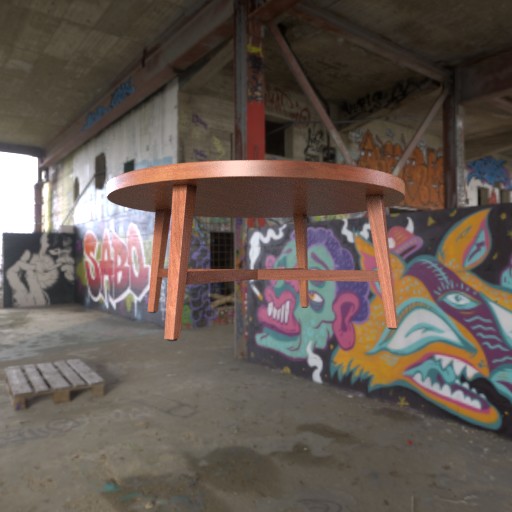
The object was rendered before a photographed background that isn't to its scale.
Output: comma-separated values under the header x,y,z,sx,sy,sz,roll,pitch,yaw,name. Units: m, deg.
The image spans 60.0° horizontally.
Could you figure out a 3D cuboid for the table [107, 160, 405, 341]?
x,y,z,sx,sy,sz,roll,pitch,yaw,name
0.000,0.000,1.252,0.800,0.360,0.800,0,-1,0,table
